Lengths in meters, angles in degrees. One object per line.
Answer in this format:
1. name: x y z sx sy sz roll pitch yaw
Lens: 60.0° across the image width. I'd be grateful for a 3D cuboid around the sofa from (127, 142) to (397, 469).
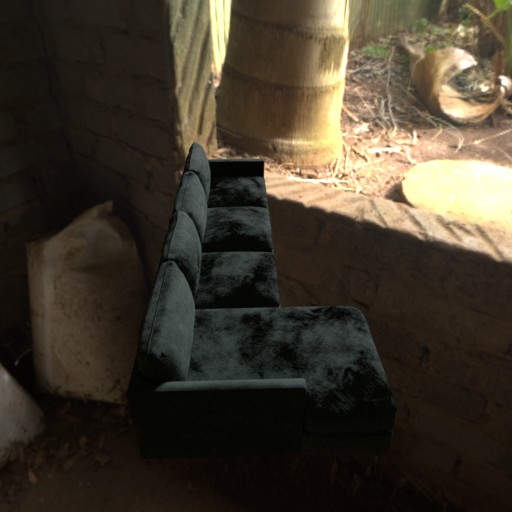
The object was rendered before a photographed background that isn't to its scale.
1. sofa: 0.000 0.000 3.873 1.500 0.967 3.400 -1 34 -2
